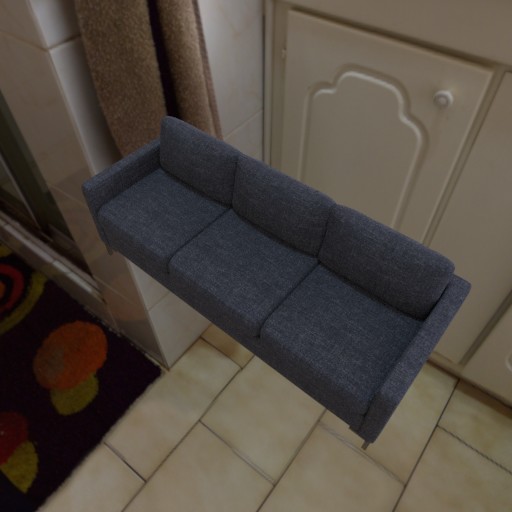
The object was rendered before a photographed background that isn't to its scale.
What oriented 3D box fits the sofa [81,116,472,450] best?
[{"bbox_3d":[0.000,0.000,2.696,2.218,0.874,0.859,32,57,24],"label":"sofa"}]
